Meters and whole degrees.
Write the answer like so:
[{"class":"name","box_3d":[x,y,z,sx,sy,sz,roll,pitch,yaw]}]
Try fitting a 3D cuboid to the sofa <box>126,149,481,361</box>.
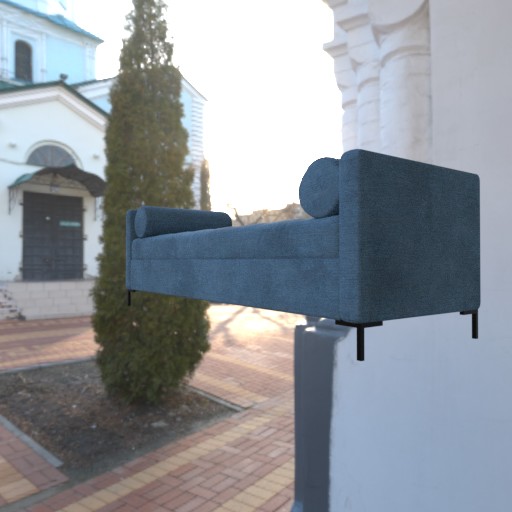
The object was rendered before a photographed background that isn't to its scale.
[{"class":"sofa","box_3d":[0.000,0.000,2.280,0.686,0.635,1.981,0,-1,-35]}]
